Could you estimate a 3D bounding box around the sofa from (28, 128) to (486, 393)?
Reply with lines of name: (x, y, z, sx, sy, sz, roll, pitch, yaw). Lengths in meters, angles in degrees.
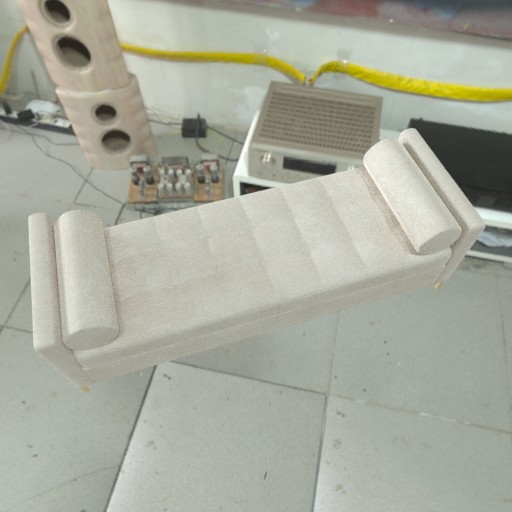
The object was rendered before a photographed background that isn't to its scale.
sofa: (0.000, 0.000, 2.262, 1.981, 0.635, 0.686, -15, 58, -9)
